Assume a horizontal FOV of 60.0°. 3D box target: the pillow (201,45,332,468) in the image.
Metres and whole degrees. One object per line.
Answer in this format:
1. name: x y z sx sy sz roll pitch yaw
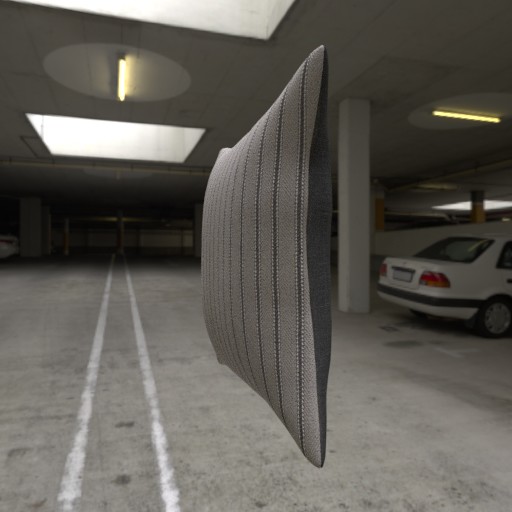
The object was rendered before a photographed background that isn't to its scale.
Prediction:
1. pillow: 0.000 0.000 0.684 0.138 0.444 0.468 0 0 -17
